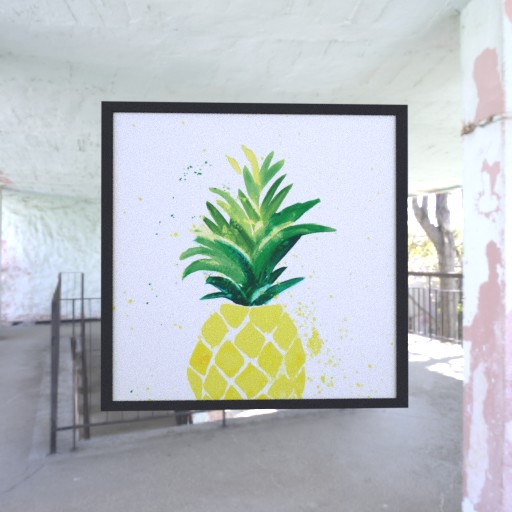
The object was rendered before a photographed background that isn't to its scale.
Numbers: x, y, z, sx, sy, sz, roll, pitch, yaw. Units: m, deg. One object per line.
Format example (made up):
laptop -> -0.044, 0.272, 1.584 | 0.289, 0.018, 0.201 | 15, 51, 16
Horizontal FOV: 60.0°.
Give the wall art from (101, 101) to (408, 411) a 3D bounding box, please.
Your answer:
wall art -> 0.000, 0.000, 0.749 | 0.508, 0.507, 0.033 | 0, 0, -2
